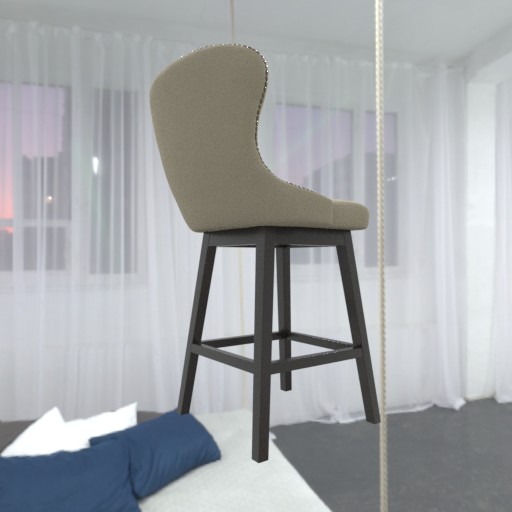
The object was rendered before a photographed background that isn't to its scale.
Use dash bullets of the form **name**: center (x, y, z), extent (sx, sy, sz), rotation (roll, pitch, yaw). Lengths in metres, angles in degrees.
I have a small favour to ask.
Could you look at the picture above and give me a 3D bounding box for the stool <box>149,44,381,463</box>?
- **stool**: center (0.000, 0.000, 1.296), extent (0.593, 0.971, 0.528), rotation (0, -1, -36)
